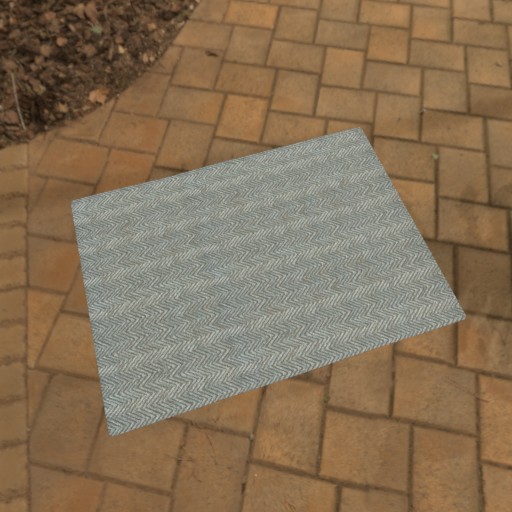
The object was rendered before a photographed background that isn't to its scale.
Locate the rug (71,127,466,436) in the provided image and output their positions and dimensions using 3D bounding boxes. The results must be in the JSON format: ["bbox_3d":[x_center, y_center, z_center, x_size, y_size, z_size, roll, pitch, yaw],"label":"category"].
[{"bbox_3d":[0.000,0.000,5.222,3.957,0.011,2.894,-16,65,-8],"label":"rug"}]
